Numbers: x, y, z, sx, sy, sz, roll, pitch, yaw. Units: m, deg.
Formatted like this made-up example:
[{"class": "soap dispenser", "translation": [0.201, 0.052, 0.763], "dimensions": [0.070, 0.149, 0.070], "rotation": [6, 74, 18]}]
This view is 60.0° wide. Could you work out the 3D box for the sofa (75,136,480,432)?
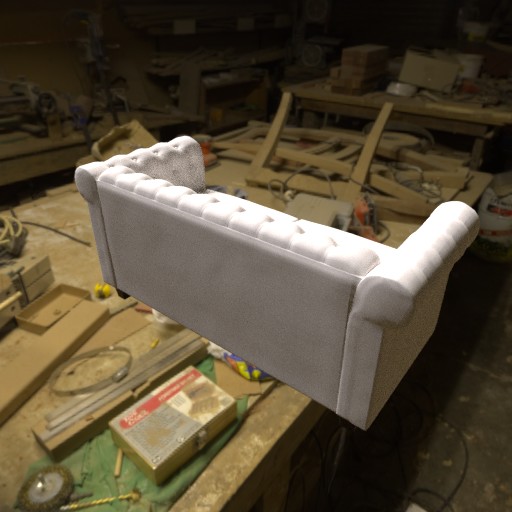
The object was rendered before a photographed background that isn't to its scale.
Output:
[{"class": "sofa", "translation": [0.000, 0.000, 2.218], "dimensions": [1.798, 0.796, 0.771], "rotation": [22, 37, 32]}]
